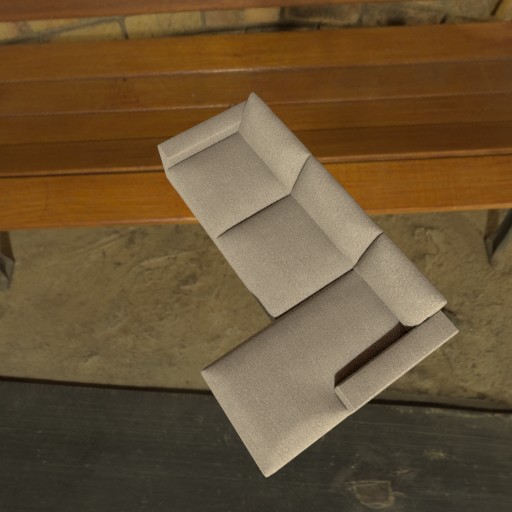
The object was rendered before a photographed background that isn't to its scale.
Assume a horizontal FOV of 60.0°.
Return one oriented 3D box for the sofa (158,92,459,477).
[{"bbox_3d":[0.000,0.000,3.551,1.689,0.813,2.718,-31,68,-14],"label":"sofa"}]
